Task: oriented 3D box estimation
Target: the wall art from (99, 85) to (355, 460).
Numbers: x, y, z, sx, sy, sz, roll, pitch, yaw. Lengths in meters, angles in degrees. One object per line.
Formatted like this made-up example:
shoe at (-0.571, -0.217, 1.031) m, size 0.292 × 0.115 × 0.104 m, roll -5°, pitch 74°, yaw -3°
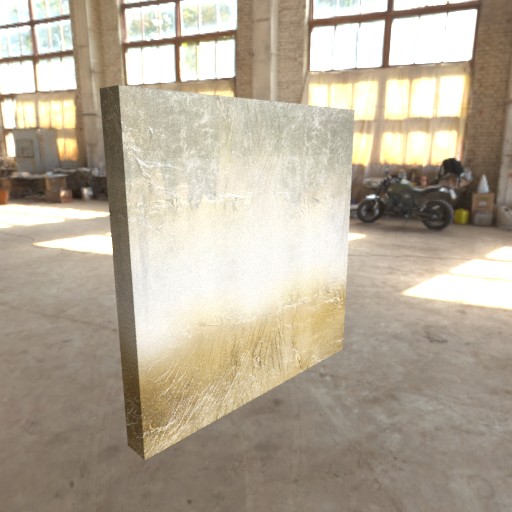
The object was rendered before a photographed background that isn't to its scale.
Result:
wall art at (0.000, 0.000, 0.615) m, size 0.038 × 0.407 × 0.405 m, roll 13°, pitch 19°, yaw 43°
